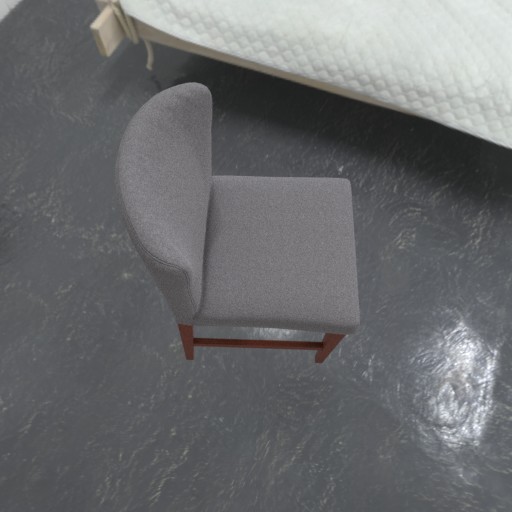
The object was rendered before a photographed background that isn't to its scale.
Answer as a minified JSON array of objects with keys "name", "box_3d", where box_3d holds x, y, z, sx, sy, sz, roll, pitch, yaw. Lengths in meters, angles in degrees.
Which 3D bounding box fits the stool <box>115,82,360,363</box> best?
[{"name":"stool","box_3d":[0.000,0.000,1.327,0.568,0.968,0.481,2,65,1]}]
